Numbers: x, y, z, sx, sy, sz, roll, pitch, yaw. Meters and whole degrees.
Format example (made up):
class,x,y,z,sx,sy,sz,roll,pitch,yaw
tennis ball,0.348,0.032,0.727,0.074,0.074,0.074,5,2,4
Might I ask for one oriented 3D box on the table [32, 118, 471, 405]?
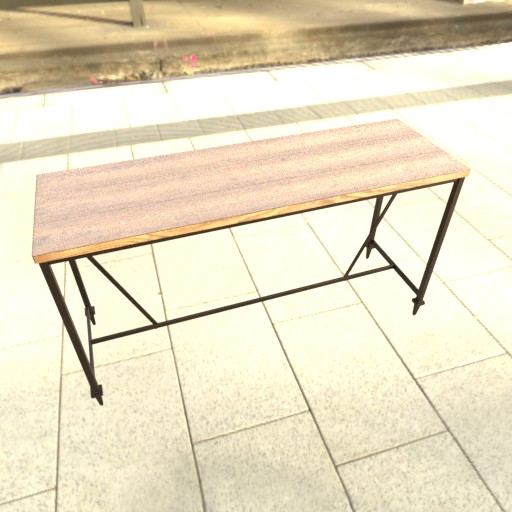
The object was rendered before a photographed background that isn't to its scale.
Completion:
class,x,y,z,sx,sy,sz,roll,pitch,yaw
table,0.000,0.000,2.104,1.700,0.902,0.551,-13,42,-15
